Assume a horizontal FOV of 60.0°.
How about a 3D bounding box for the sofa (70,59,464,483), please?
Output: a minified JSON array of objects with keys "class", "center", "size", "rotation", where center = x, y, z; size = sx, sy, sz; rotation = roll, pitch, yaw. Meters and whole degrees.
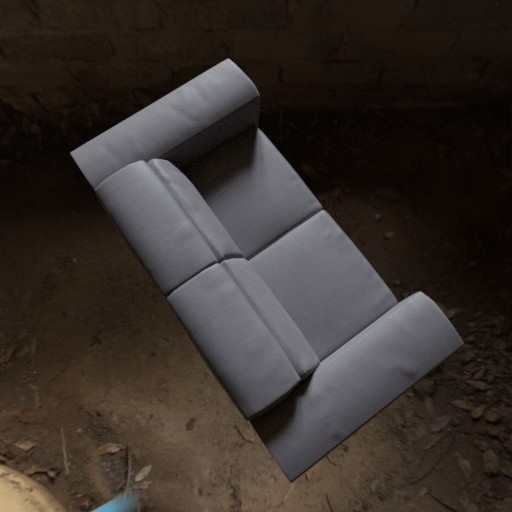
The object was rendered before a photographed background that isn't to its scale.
[{"class":"sofa","center":[0.000,0.000,2.332],"size":[1.003,0.779,1.895],"rotation":[-35,77,-9]}]
